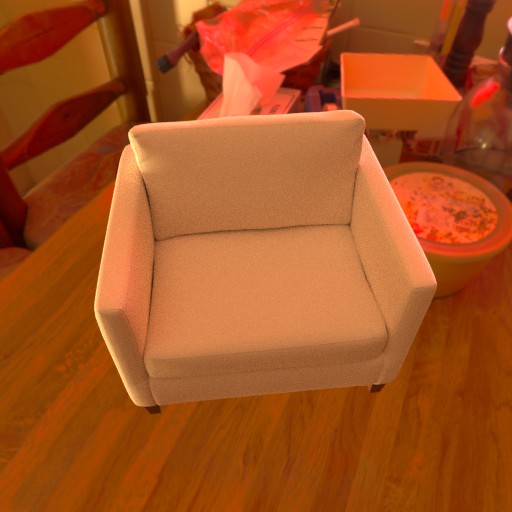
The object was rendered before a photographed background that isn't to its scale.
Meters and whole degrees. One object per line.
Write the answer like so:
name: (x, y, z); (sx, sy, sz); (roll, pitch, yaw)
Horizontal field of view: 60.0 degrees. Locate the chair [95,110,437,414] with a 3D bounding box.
chair: (0.000, 0.000, 1.712); (1.019, 0.885, 0.878); (-4, 47, -4)
